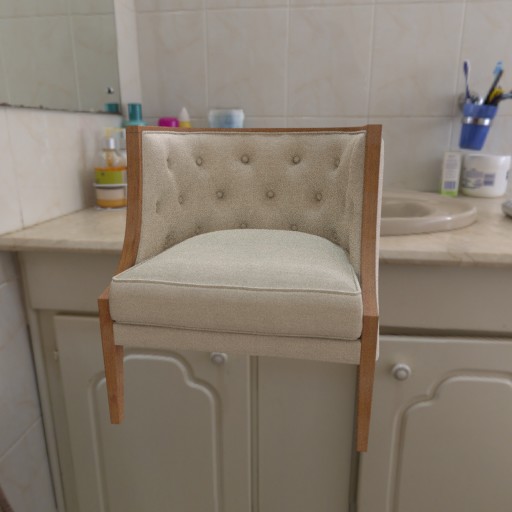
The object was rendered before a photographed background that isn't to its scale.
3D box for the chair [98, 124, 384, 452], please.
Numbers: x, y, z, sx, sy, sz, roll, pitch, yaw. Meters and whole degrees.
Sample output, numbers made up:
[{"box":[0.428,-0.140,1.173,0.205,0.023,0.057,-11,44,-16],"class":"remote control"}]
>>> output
[{"box":[0.000,0.000,1.376,0.711,0.775,0.757,3,15,9],"class":"chair"}]
